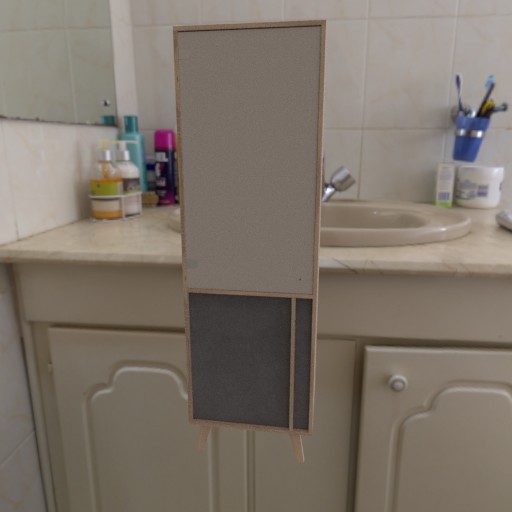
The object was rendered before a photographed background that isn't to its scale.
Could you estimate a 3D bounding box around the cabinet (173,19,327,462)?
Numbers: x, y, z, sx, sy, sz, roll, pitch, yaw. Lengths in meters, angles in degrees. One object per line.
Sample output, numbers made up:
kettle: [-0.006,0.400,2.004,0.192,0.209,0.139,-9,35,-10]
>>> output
cabinet: [0.000,0.000,2.032,0.570,1.850,0.400,2,14,9]
